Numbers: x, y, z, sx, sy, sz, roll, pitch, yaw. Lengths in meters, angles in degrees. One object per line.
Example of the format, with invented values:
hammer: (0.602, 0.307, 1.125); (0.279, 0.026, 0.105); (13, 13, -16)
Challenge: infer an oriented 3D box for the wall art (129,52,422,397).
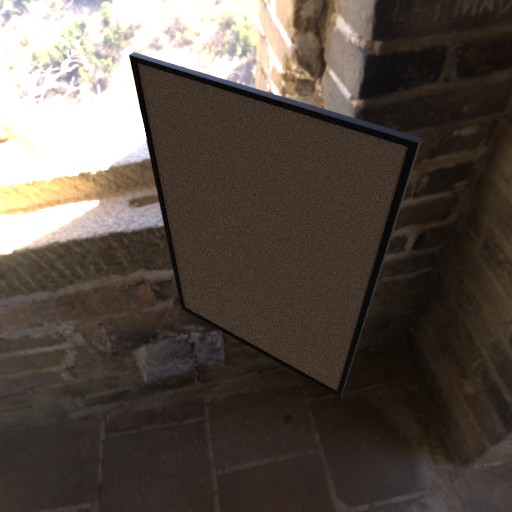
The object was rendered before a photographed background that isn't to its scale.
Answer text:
wall art: (0.000, 0.000, 0.847); (0.460, 0.660, 0.013); (25, 52, 22)
